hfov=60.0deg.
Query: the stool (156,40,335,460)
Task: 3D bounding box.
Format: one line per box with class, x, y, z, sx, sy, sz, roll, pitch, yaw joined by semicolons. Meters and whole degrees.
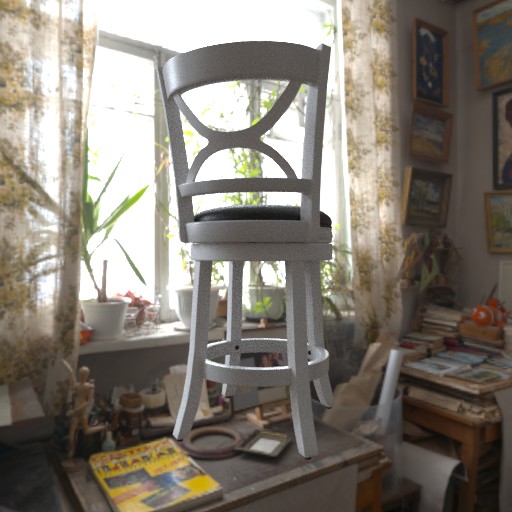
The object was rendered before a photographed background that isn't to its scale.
stool;0.000;0.000;1.210;0.444;0.953;0.508;0;1;17
